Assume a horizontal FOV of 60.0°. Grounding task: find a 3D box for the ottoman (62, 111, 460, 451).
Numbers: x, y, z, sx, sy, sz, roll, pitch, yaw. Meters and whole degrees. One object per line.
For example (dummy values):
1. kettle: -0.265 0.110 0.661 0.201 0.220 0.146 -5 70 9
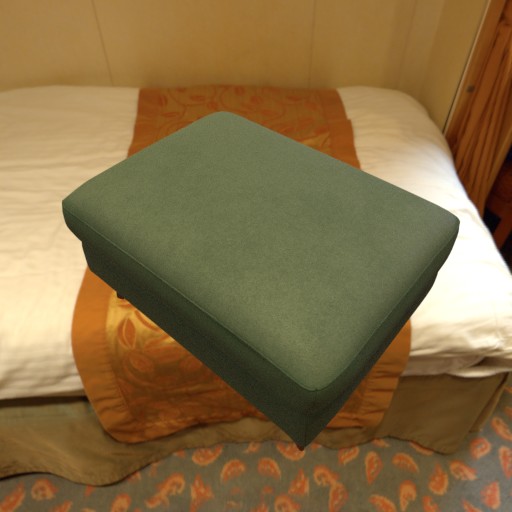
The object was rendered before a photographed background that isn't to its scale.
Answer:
1. ottoman: 0.000 0.000 1.171 0.811 0.449 0.608 32 54 27
